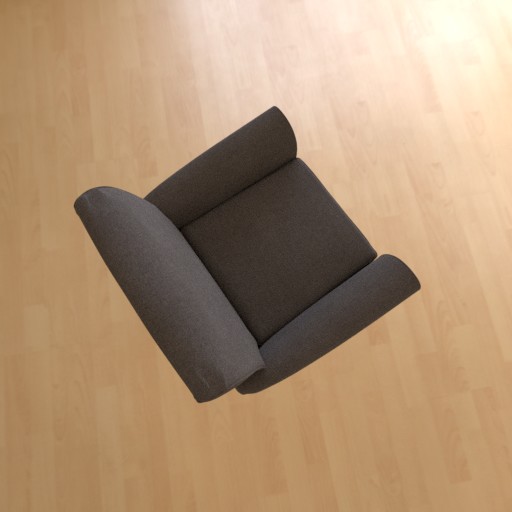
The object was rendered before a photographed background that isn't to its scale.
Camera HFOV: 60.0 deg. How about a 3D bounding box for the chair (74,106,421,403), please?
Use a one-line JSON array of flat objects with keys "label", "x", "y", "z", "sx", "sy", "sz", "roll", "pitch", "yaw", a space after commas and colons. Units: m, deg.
[{"label": "chair", "x": 0.000, "y": 0.000, "z": 1.813, "sx": 0.905, "sy": 1.061, "sz": 0.978, "roll": -34, "pitch": 77, "yaw": -9}]
